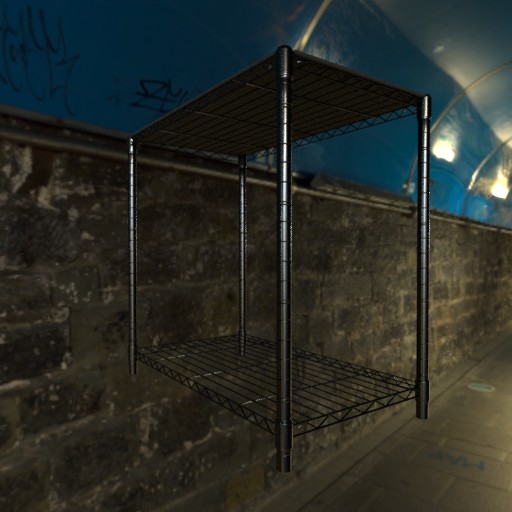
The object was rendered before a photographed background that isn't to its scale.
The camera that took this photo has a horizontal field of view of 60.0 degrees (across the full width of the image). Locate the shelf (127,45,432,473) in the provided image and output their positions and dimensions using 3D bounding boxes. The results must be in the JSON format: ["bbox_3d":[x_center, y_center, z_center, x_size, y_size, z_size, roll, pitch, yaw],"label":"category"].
[{"bbox_3d":[0.000,0.000,0.913,0.338,0.564,0.589,-1,1,-36],"label":"shelf"}]
